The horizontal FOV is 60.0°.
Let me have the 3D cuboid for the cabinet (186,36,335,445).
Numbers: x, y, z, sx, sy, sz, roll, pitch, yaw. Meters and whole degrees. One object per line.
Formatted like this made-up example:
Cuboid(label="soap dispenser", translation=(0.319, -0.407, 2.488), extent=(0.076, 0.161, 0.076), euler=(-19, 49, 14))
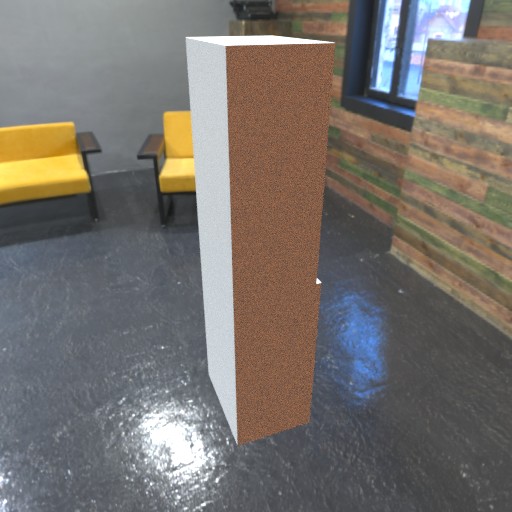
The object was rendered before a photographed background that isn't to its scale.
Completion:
Cuboid(label="cabinet", translation=(0.000, 0.000, 1.537), extent=(0.300, 1.350, 0.400), euler=(-10, 30, -18))
